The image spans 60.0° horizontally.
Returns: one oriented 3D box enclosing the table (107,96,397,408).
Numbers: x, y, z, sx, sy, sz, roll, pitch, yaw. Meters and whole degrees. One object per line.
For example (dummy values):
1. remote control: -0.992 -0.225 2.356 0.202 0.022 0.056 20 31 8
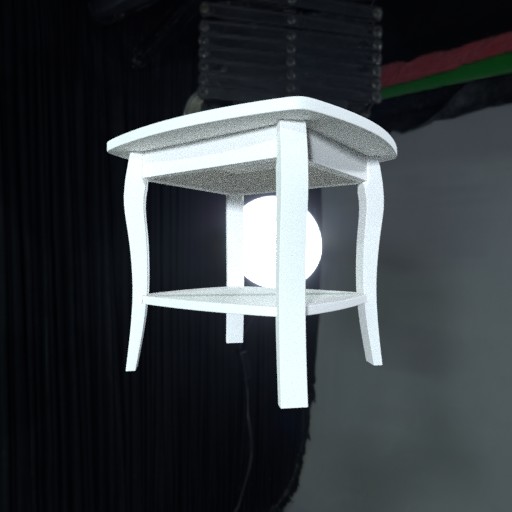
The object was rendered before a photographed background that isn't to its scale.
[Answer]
1. table: 0.000 0.000 0.885 0.502 0.438 0.451 0 0 36
